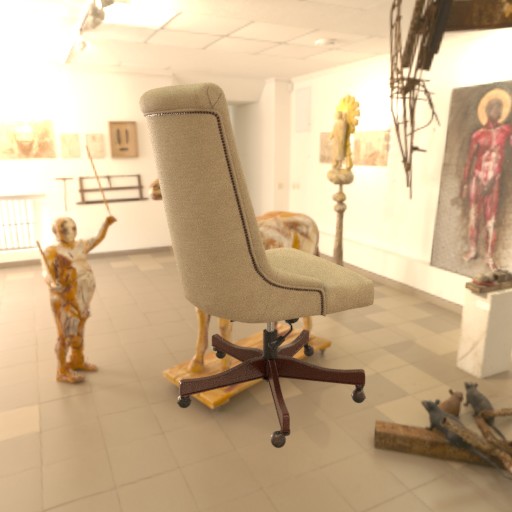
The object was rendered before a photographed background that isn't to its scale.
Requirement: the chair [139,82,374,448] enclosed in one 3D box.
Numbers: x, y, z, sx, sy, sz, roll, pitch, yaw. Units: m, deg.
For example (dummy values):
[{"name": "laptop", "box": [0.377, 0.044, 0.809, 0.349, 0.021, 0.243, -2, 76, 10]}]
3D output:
[{"name": "chair", "box": [0.000, 0.000, 1.472, 0.696, 1.010, 0.645, -7, 16, -26]}]
